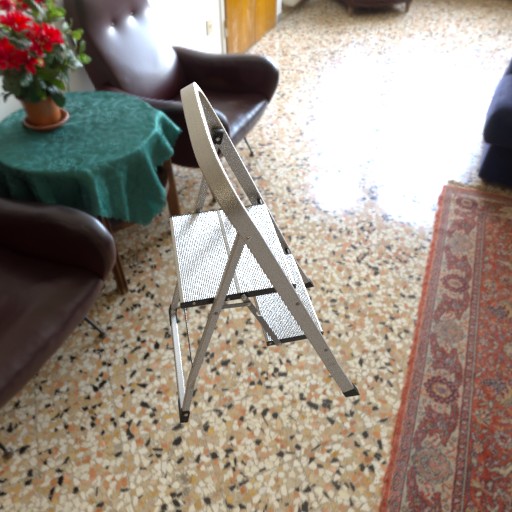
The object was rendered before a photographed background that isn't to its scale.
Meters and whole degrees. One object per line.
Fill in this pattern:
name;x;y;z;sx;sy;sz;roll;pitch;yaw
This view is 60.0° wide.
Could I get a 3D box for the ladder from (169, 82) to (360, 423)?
ladder;0.000;0.000;1.149;0.530;0.830;0.465;-9;45;-9
